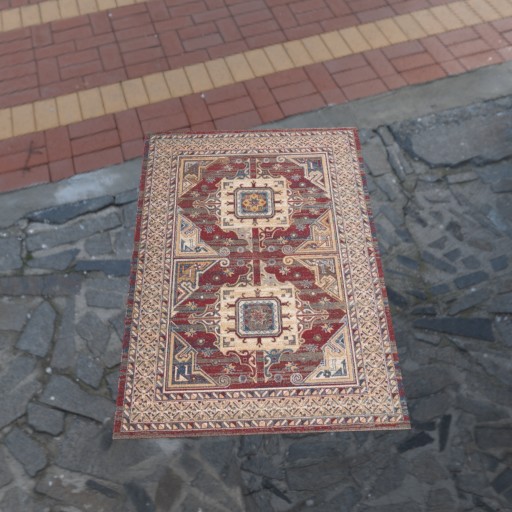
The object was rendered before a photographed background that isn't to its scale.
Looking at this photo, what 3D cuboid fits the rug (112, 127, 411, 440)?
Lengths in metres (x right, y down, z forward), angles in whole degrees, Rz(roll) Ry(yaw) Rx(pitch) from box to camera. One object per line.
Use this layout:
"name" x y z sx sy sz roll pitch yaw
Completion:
"rug" 0.000 0.000 4.260 2.381 0.013 3.197 -2 63 -1
